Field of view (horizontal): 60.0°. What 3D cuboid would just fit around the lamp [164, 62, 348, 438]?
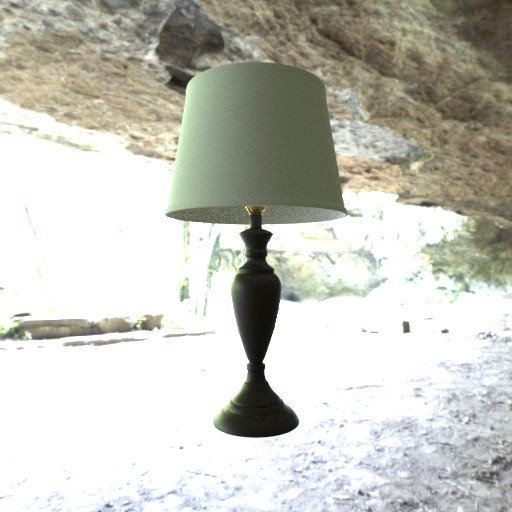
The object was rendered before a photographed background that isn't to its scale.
[{"bbox_3d":[0.000,0.000,0.824,0.335,0.611,0.335,0,-1,0],"label":"lamp"}]
